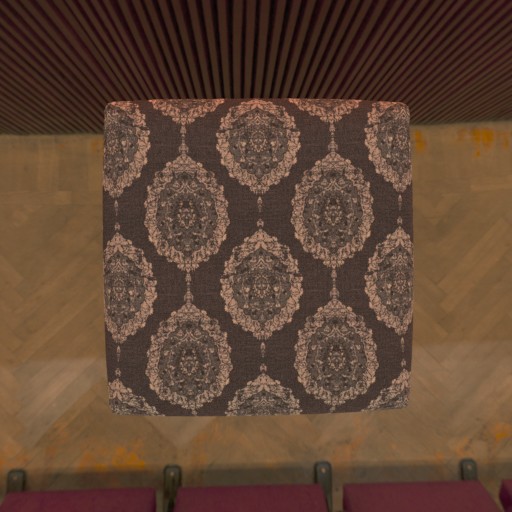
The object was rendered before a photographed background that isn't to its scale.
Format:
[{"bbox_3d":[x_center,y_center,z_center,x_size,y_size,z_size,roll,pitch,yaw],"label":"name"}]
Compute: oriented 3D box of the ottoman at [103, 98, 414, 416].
[{"bbox_3d":[0.000,0.000,0.892,0.497,0.475,0.507,0,91,-2],"label":"ottoman"}]
